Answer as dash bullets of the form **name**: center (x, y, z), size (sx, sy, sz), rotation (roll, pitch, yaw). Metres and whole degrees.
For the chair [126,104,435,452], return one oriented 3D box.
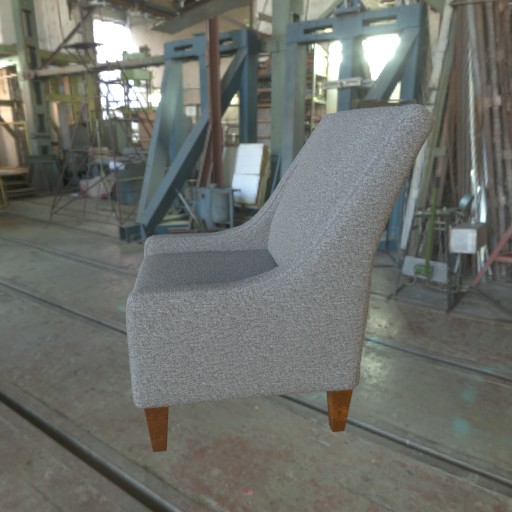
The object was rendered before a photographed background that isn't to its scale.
- **chair**: center (0.000, 0.000, 1.604), size (0.870, 1.016, 0.774), rotation (-3, 16, -9)
